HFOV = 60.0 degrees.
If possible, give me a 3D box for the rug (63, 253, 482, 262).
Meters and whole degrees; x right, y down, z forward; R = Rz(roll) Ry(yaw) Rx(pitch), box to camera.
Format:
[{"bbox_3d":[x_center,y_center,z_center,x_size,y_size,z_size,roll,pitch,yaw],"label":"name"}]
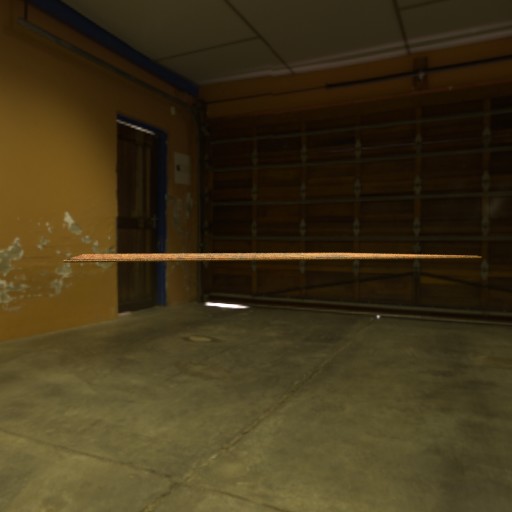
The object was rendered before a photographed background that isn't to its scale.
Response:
[{"bbox_3d":[0.000,0.000,3.836,2.916,0.019,2.043,0,1,-19],"label":"rug"}]
